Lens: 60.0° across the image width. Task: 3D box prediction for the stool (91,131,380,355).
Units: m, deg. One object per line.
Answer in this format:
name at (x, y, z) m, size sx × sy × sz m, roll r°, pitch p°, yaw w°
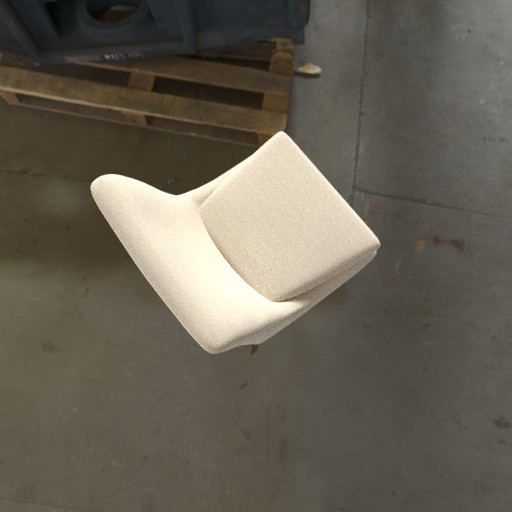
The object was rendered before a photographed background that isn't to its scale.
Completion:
stool at (0.000, 0.000, 1.417) m, size 0.559 × 1.093 × 0.483 m, roll -37°, pitch 79°, yaw -9°
